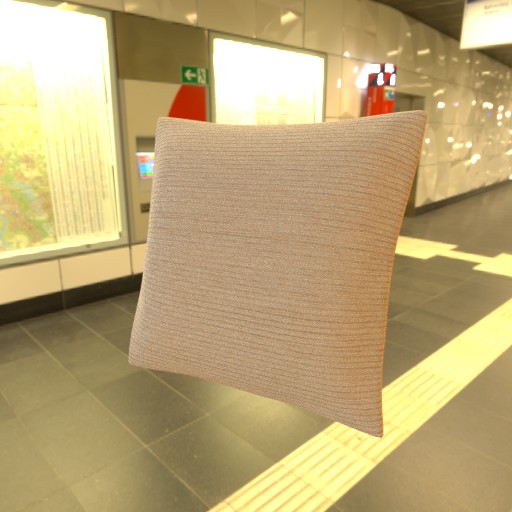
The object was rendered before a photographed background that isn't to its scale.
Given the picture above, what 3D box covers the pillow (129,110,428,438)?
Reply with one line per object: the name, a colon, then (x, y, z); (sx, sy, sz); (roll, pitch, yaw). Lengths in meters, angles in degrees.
pillow: (0.000, 0.000, 0.650); (0.424, 0.401, 0.177); (8, 17, 26)
